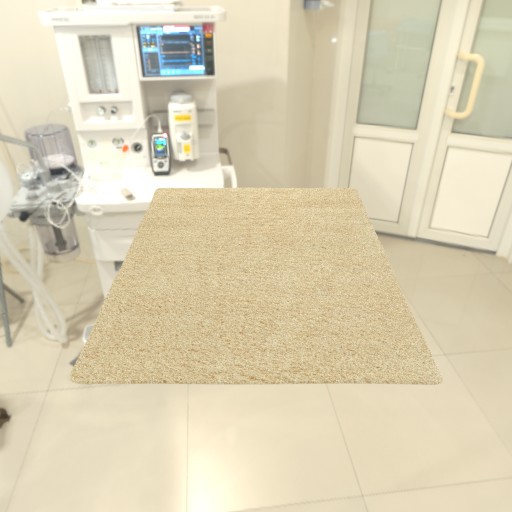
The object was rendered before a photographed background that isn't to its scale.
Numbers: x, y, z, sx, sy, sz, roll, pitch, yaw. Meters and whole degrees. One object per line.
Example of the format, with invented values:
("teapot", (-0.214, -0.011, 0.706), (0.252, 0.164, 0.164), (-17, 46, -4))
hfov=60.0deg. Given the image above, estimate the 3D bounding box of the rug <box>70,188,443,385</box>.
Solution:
("rug", (0.000, 0.000, 4.078), (2.401, 0.025, 3.001), (0, 33, 0))
